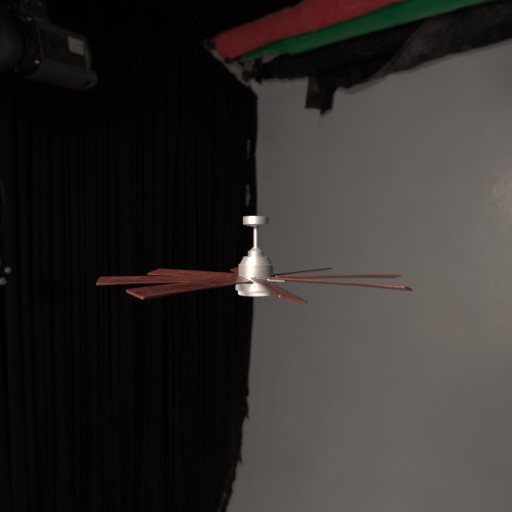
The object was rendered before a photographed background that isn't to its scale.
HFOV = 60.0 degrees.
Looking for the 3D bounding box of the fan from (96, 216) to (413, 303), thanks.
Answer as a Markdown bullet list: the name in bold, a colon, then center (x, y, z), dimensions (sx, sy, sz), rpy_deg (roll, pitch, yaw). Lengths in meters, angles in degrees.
- **fan**: center (0.000, 0.000, 2.673), dimensions (1.830, 0.472, 1.830), rpy_deg (2, 3, 36)
